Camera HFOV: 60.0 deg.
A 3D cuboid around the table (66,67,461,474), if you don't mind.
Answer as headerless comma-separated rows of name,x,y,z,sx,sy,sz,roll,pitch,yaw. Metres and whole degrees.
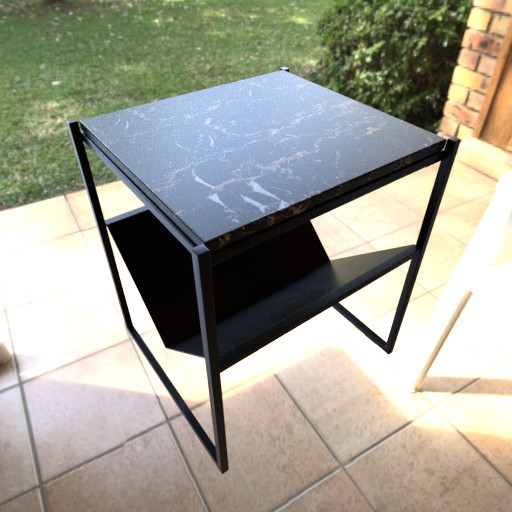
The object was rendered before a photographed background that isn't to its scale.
table,0.000,0.000,0.883,0.469,0.534,0.432,-25,46,-27
